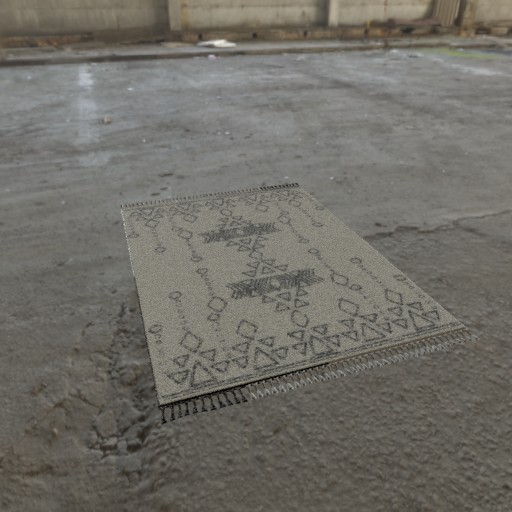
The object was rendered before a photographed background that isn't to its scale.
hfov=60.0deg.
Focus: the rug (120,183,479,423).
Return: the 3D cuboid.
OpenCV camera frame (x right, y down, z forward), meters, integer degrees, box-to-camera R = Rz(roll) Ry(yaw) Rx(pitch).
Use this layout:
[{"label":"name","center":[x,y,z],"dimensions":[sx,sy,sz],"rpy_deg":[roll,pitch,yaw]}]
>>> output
[{"label":"rug","center":[0.000,0.000,2.963],"dimensions":[1.600,0.013,2.312],"rpy_deg":[-10,32,-16]}]
